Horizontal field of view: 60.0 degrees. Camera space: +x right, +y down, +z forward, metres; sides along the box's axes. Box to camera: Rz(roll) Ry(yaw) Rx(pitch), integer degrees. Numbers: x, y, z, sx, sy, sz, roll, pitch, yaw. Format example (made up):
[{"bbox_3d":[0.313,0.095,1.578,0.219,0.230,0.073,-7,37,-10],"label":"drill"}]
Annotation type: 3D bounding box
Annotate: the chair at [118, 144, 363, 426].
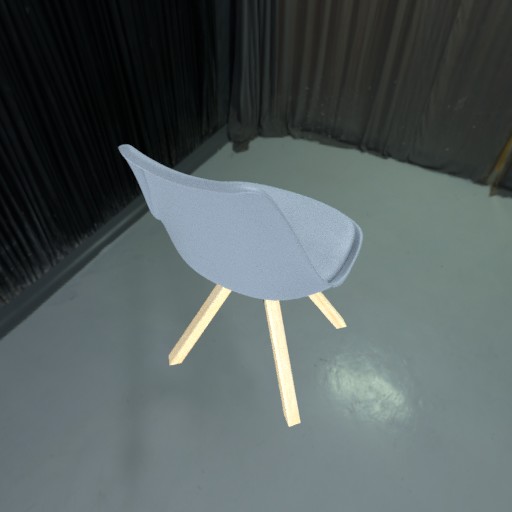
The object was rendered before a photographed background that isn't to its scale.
[{"bbox_3d":[0.000,0.000,1.144,0.485,0.850,0.549,21,49,19],"label":"chair"}]
